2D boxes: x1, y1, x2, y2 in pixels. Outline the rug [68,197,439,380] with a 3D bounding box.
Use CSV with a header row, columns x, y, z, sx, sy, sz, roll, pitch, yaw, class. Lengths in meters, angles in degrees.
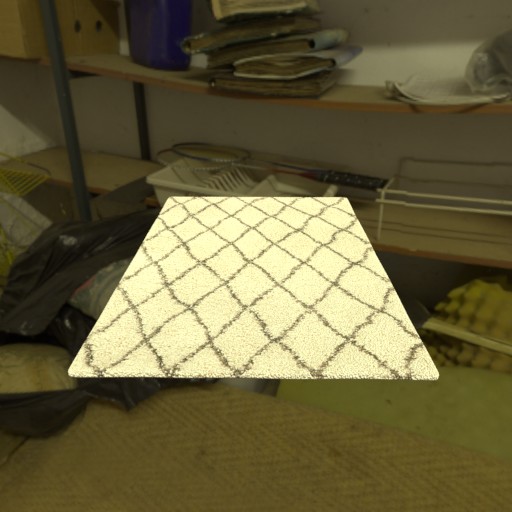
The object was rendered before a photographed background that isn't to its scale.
x,y,z,sx,sy,sz,roll,pitch,yaw,class
0.000,0.000,2.241,1.219,0.030,1.778,0,26,1,rug
